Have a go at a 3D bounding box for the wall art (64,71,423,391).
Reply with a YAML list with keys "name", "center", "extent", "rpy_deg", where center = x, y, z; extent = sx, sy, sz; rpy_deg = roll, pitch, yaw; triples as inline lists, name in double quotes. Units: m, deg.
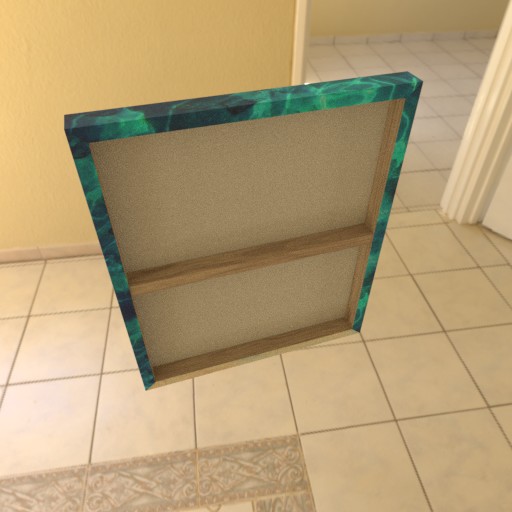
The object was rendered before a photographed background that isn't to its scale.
- name: "wall art"
  center: [0.000, 0.000, 0.694]
  extent: [0.432, 0.508, 0.038]
  rpy_deg: [-12, 44, -13]
